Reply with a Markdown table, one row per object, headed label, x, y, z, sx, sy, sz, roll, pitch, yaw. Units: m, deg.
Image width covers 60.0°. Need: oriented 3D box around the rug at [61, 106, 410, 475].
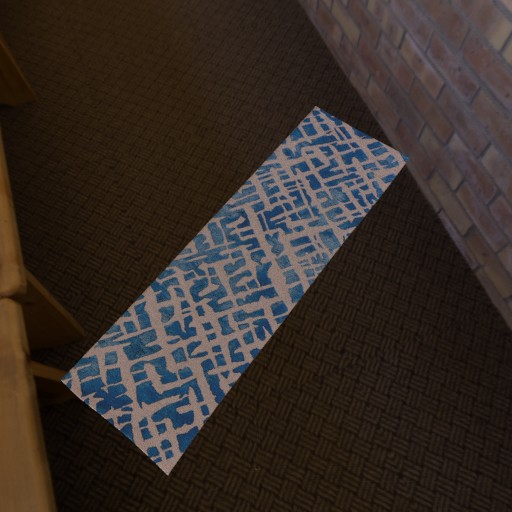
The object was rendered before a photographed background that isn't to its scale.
| label | x | y | z | sx | sy | sz | roll | pitch | yaw |
| --- | --- | --- | --- | --- | --- | --- | --- | --- | --- |
| rug | 0.000 | 0.000 | 2.694 | 0.768 | 0.011 | 2.446 | 34 | 69 | 15 |
